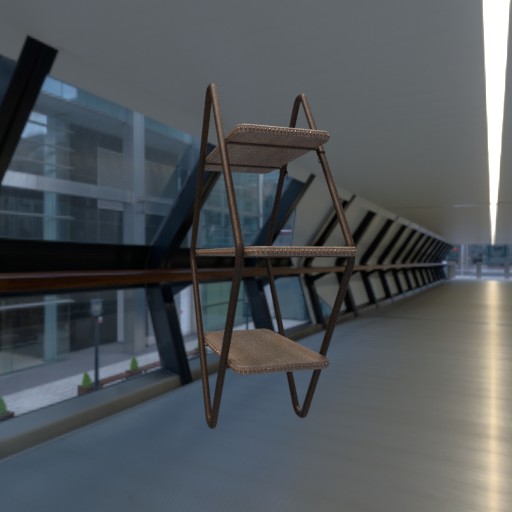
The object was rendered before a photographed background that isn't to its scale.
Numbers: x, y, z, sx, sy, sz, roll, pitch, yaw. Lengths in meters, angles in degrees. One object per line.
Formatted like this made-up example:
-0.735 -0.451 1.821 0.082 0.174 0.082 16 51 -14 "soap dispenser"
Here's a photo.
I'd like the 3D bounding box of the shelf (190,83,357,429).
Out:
0.000 0.000 1.042 0.234 0.774 0.609 0 0 -18 "shelf"
